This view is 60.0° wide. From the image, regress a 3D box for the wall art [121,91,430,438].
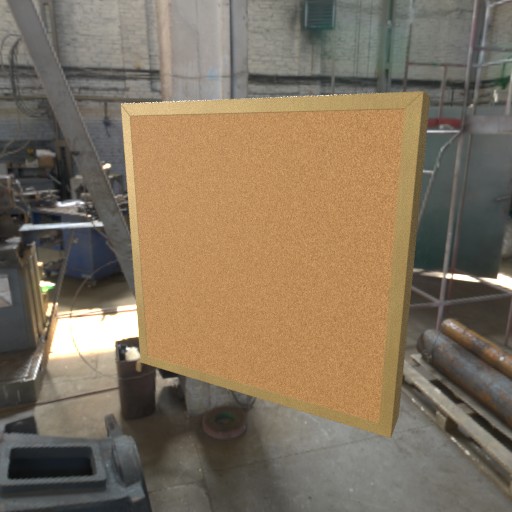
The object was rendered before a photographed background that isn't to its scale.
[{"bbox_3d":[0.000,0.000,0.458,0.305,0.305,0.038,8,17,27],"label":"wall art"}]
